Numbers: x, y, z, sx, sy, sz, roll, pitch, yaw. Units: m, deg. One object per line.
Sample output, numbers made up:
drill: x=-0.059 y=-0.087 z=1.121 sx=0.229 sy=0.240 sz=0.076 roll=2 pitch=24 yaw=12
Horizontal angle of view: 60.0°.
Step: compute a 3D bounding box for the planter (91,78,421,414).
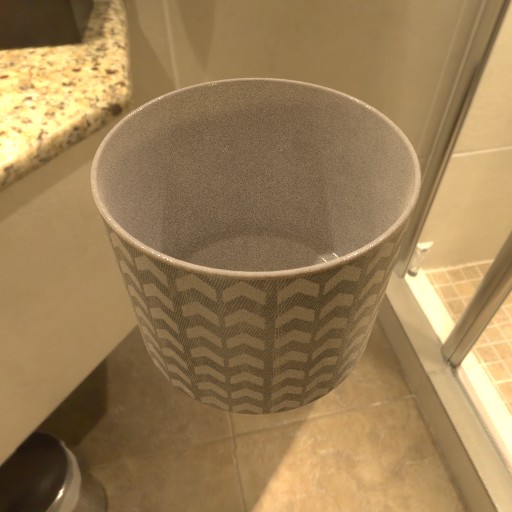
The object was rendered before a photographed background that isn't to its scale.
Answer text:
planter: x=0.000 y=0.000 z=0.433 sx=0.250 sy=0.239 sz=0.250 roll=0 pitch=48 yaw=0
